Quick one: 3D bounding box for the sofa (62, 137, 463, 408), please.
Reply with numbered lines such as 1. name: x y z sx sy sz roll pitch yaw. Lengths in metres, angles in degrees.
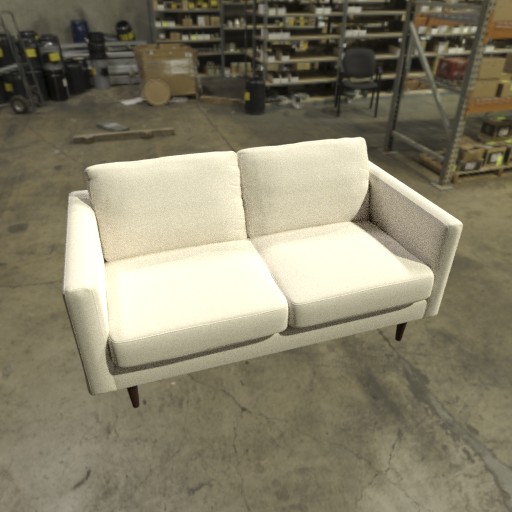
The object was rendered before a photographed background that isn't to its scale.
1. sofa: 0.000 0.000 2.226 1.713 0.893 0.940 -10 34 -15
